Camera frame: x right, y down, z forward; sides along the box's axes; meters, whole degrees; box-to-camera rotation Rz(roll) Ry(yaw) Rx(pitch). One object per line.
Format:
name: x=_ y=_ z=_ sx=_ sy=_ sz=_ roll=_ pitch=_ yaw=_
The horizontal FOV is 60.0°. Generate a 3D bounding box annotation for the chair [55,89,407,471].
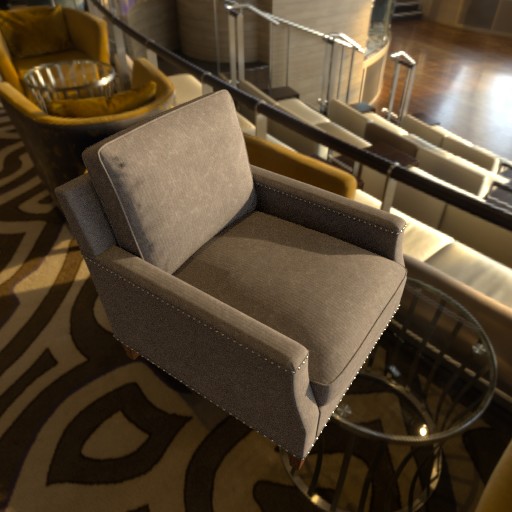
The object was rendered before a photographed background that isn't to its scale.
chair: x=0.000 y=0.000 z=1.678 sx=1.014 sy=0.948 sz=0.853 roll=24 pitch=45 yaw=26
